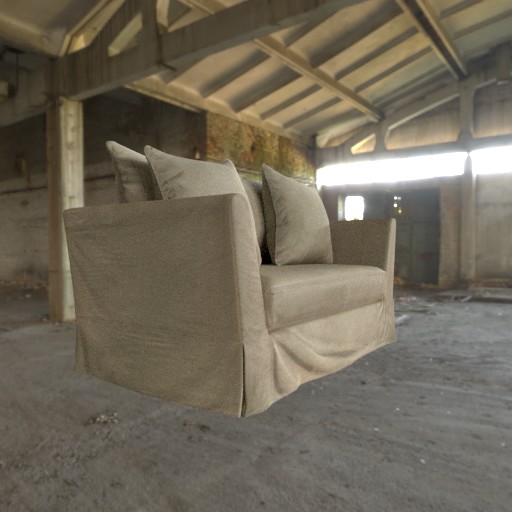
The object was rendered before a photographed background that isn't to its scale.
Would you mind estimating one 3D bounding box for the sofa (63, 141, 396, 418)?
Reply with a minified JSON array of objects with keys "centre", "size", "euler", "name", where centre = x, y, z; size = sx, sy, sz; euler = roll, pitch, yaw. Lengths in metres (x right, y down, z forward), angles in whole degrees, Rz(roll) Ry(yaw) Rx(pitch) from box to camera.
[{"centre":[0.000,0.000,2.332],"size":[1.035,1.040,1.608],"euler":[1,1,36],"name":"sofa"}]
